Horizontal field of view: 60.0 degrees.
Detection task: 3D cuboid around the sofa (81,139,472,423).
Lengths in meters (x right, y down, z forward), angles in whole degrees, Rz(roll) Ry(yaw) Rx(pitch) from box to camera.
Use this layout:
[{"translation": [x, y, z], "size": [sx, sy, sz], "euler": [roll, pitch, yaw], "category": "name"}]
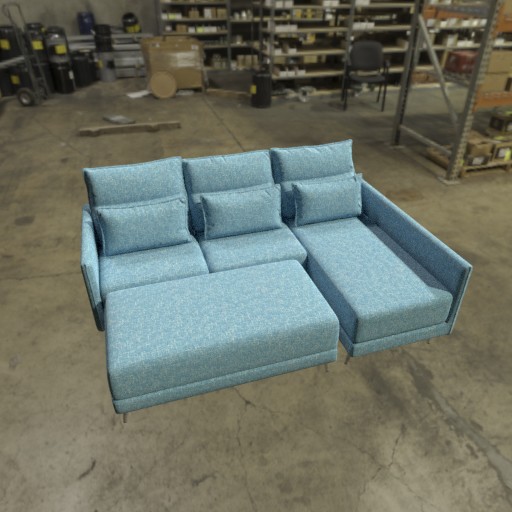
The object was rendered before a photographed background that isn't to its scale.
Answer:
[{"translation": [0.000, 0.000, 2.786], "size": [2.034, 0.899, 1.420], "euler": [-10, 35, -14], "category": "sofa"}]
